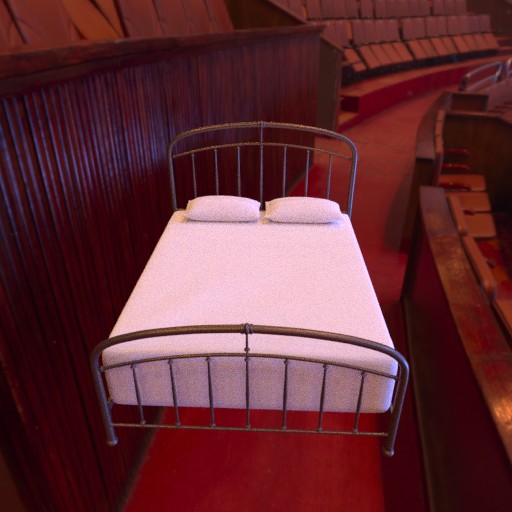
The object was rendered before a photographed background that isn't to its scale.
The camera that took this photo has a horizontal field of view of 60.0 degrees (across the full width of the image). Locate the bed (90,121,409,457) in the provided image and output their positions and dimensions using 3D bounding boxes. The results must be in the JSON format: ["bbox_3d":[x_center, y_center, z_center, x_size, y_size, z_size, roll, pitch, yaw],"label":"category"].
[{"bbox_3d":[0.000,0.000,3.214,1.711,1.475,2.168,1,29,2],"label":"bed"}]
